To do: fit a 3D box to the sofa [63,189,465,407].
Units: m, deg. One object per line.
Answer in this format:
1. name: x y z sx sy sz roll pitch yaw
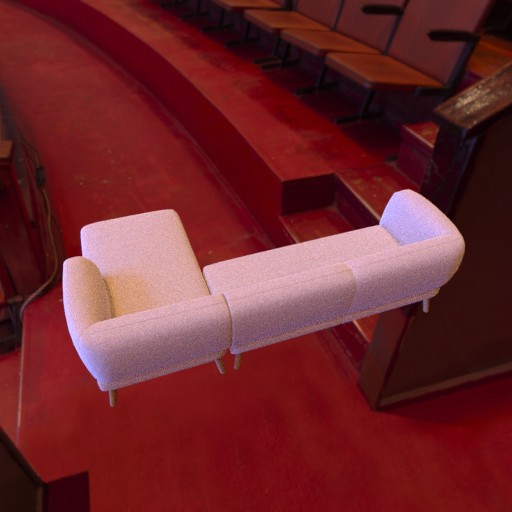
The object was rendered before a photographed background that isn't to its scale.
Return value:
1. sofa: 0.000 0.000 3.393 2.660 0.730 1.610 -13 42 -15
